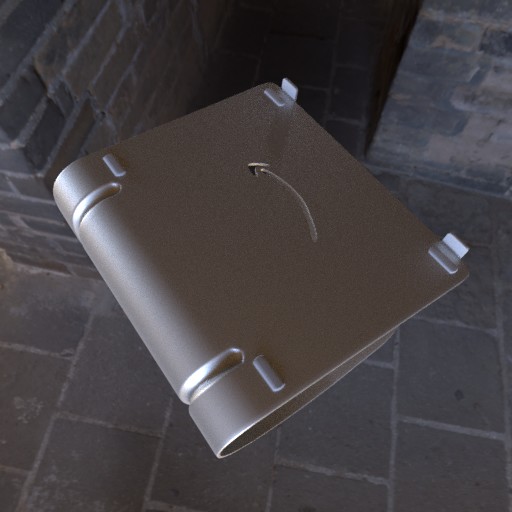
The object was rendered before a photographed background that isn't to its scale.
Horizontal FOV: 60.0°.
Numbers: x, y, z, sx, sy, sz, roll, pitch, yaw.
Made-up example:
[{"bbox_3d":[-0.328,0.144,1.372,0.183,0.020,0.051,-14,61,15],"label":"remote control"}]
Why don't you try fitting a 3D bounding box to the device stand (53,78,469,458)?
[{"bbox_3d":[0.000,0.000,0.394,0.236,0.155,0.256,-33,68,-15],"label":"device stand"}]
